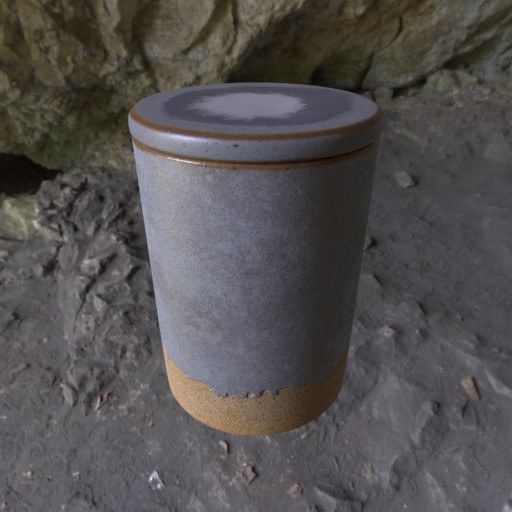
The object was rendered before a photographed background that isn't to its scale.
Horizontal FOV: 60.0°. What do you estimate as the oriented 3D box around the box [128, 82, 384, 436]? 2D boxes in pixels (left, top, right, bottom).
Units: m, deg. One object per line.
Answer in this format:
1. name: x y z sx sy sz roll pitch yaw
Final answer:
1. box: 0.000 0.000 0.250 0.118 0.168 0.118 0 30 0
